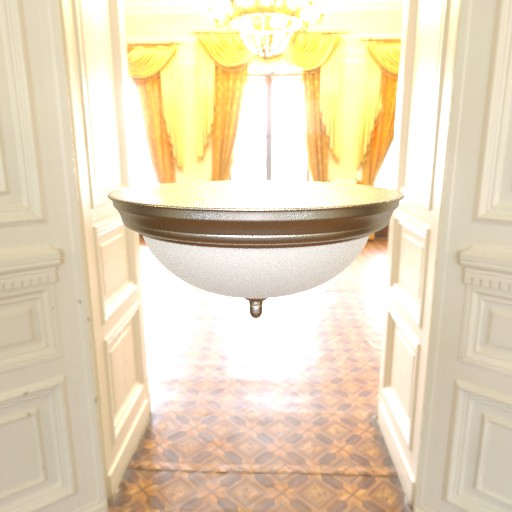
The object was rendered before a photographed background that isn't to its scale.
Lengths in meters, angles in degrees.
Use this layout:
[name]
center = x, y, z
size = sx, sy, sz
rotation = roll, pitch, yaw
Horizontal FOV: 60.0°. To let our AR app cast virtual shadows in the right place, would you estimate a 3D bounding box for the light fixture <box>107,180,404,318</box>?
[light fixture]
center = 0.000, 0.000, 0.454
size = 0.280, 0.135, 0.280
rotation = 0, 14, 0
